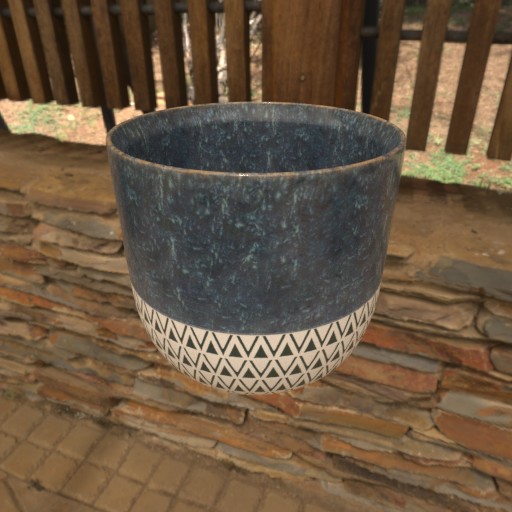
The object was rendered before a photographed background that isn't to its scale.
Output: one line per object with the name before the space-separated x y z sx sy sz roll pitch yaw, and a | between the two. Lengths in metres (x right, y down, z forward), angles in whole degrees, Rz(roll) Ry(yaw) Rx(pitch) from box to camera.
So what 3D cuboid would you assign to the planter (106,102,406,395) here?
planter | 0.000 0.000 0.472 0.266 0.270 0.266 0 29 0
